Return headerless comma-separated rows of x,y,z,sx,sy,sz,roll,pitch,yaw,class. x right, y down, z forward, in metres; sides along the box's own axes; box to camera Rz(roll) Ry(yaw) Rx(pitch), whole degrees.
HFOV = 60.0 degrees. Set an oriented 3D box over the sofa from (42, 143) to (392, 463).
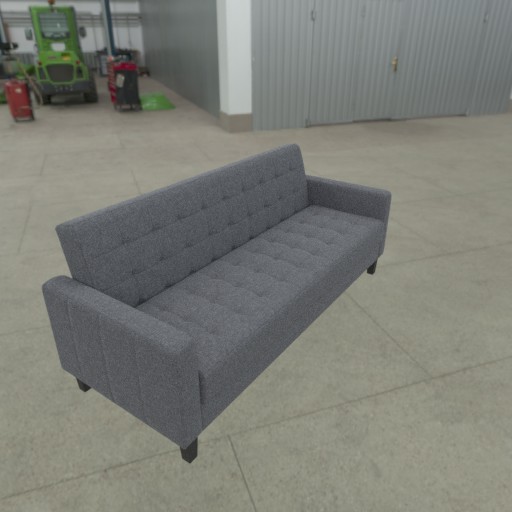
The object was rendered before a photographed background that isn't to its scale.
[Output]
0.000,0.000,2.457,0.810,0.850,2.040,18,32,31,sofa
